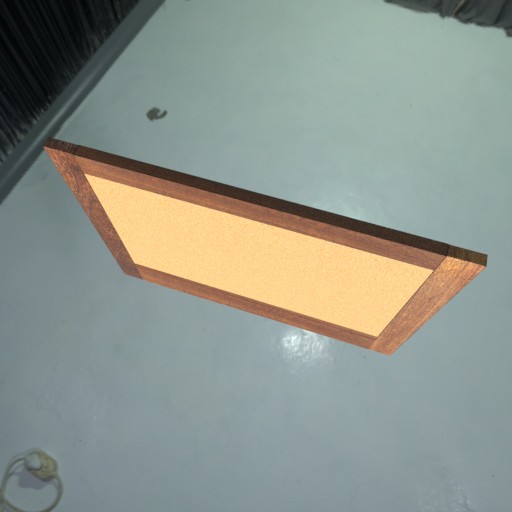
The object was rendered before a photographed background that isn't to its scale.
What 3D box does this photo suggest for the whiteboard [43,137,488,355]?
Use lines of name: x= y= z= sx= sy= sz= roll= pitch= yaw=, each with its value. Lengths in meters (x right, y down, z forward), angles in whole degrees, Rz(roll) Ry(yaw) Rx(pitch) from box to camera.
whiteboard: x=0.000 y=0.000 z=1.013 sx=0.783 sy=0.559 sz=0.083 roll=16 pitch=64 yaw=8
